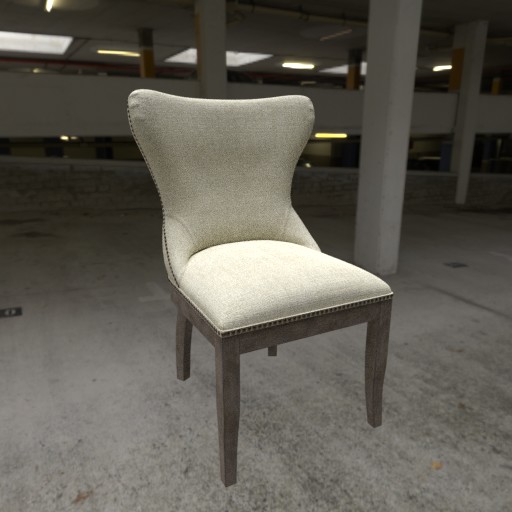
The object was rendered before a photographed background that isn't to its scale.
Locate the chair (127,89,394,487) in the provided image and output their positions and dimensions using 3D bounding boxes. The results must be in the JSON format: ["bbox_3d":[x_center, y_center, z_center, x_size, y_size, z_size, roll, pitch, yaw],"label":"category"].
[{"bbox_3d":[0.000,0.000,1.409,0.654,1.002,0.681,-8,18,-27],"label":"chair"}]
